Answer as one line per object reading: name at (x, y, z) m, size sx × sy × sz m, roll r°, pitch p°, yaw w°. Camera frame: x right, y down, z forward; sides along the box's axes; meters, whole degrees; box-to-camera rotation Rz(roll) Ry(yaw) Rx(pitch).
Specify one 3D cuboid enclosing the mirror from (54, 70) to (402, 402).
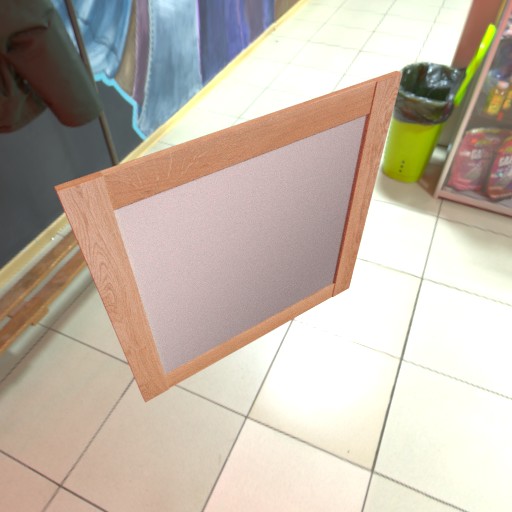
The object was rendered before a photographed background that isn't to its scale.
mirror at (0.000, 0.000, 1.183) m, size 0.800 × 0.800 × 0.020 m, roll -25°, pitch 52°, yaw -22°
